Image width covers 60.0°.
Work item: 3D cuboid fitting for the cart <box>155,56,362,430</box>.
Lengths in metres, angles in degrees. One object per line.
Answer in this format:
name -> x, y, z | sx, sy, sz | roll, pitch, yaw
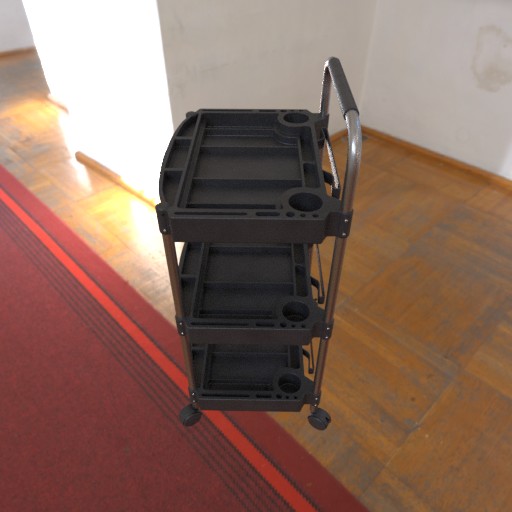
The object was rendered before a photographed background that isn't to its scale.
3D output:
cart -> 0.000, 0.000, 1.366 | 0.518, 1.075, 0.584 | 1, 41, 1
